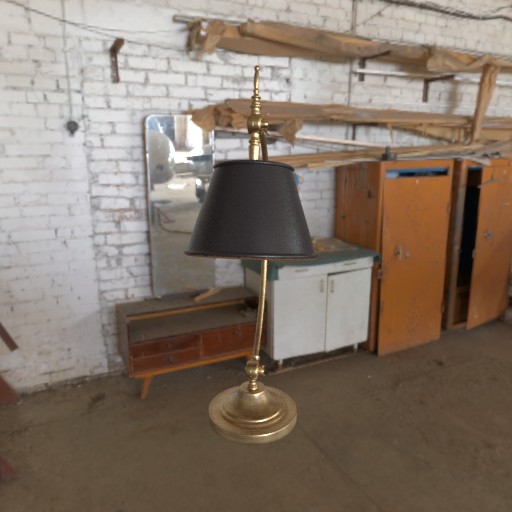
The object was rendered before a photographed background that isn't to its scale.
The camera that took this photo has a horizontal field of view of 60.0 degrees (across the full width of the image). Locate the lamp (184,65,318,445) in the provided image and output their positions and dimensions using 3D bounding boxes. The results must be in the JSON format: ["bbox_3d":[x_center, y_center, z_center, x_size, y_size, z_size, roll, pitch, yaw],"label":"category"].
[{"bbox_3d":[0.000,0.000,0.840,0.235,0.675,0.344,2,14,9],"label":"lamp"}]
